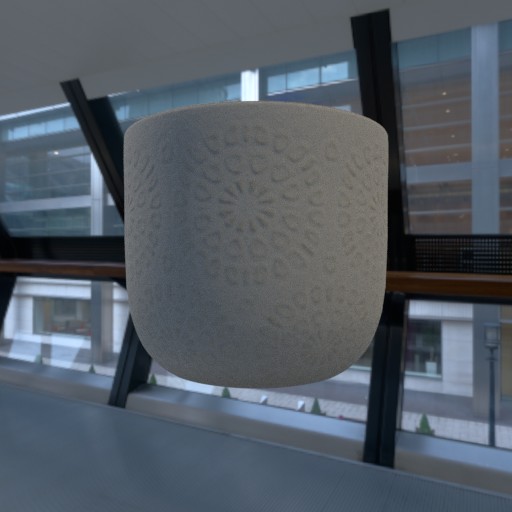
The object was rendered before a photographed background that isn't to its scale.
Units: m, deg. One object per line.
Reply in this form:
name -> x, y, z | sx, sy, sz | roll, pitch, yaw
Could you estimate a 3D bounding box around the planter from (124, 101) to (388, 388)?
planter -> 0.000, 0.000, 0.217 | 0.124, 0.109, 0.124 | 0, 0, 0
